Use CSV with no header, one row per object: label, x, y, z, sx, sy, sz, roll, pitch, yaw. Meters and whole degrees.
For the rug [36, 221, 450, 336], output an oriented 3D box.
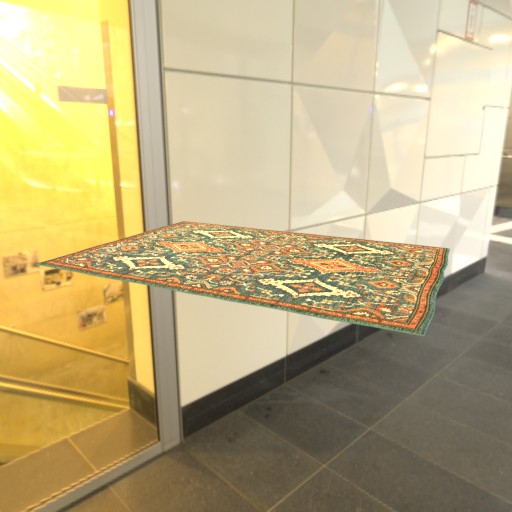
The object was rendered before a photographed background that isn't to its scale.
rug,0.000,0.000,3.023,2.373,0.009,1.622,8,17,25
